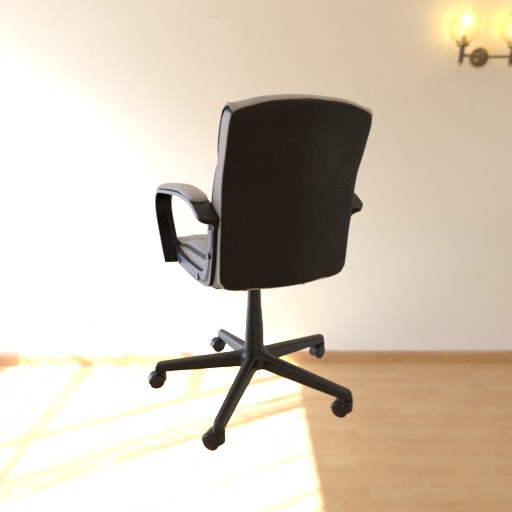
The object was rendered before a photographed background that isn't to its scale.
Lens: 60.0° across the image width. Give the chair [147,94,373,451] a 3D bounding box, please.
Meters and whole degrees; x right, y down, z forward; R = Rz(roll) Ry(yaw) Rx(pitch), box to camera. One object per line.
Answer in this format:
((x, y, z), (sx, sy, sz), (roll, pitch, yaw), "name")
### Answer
((0.000, 0.000, 1.543), (0.739, 1.004, 0.717), (-7, 16, -25), "chair")
